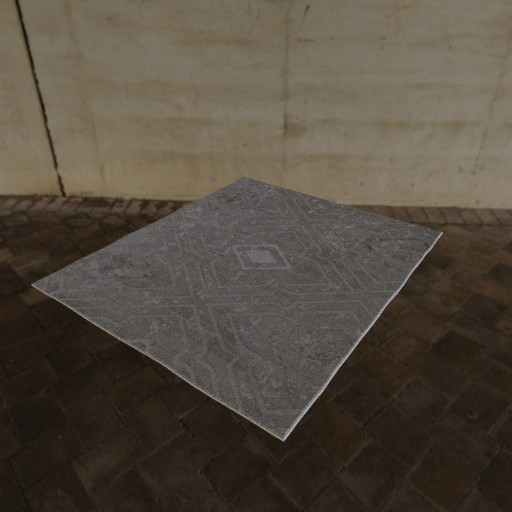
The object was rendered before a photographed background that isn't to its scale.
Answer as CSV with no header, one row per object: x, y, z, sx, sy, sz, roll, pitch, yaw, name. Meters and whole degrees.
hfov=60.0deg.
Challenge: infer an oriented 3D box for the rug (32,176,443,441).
0.000,0.000,0.887,0.548,0.006,0.639,21,38,30,rug
